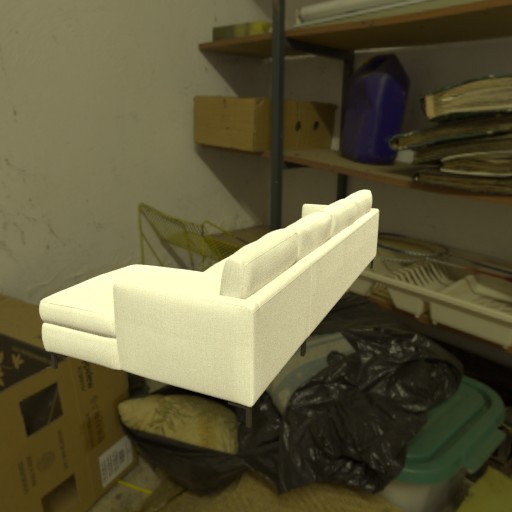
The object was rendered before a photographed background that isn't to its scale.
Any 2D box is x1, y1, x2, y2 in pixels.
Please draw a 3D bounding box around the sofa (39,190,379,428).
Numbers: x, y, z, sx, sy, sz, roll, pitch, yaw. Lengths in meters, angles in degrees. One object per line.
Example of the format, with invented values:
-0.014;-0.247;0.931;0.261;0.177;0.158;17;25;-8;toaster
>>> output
0.000;0.000;2.895;1.126;0.677;2.445;7;17;25;sofa
